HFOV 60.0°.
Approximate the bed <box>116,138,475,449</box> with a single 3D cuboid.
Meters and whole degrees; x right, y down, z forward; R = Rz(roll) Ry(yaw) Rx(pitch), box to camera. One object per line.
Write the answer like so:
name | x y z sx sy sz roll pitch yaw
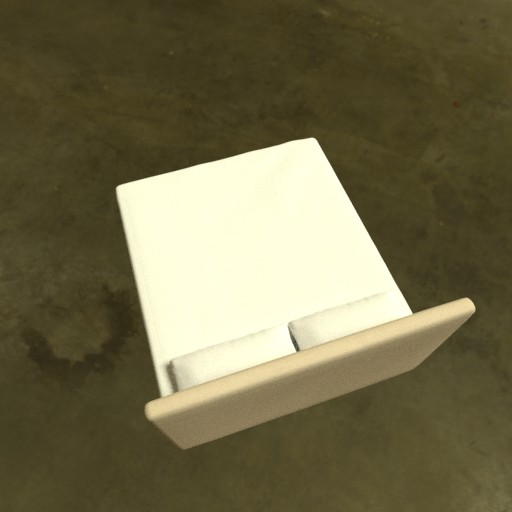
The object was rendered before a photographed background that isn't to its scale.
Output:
bed | 0.000 0.000 3.610 2.119 1.317 2.319 -16 61 -9
